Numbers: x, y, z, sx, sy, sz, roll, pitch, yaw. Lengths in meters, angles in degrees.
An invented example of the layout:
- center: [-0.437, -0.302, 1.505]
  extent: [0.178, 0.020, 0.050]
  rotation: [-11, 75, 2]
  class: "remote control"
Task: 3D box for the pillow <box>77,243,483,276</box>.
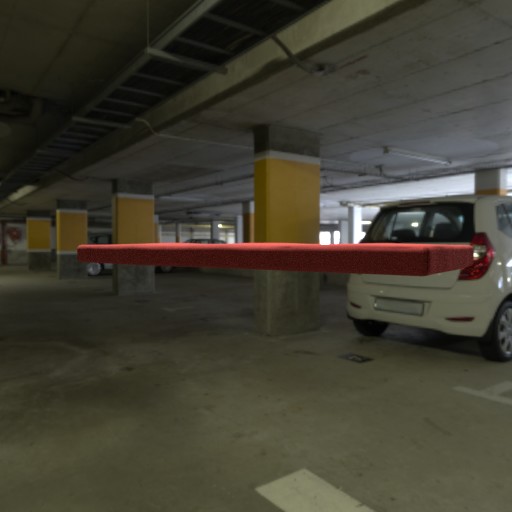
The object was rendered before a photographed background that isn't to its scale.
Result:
- center: [0.000, 0.000, 1.348]
  extent: [1.187, 0.081, 0.492]
  rotation: [1, 2, 36]
  class: "pillow"
